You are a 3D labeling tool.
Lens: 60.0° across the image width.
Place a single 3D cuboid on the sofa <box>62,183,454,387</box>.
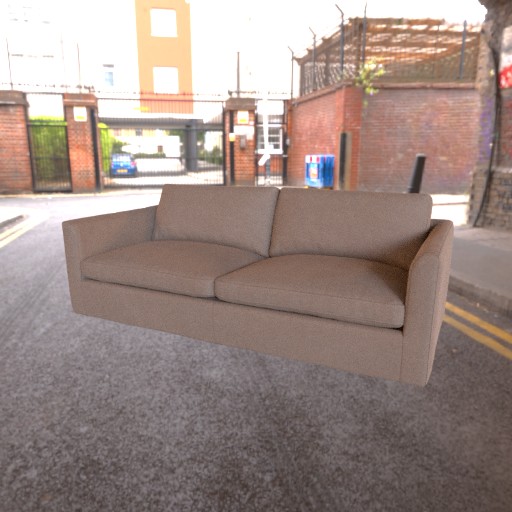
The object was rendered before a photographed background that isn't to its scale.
[{"bbox_3d":[0.000,0.000,2.837,2.588,0.838,1.090,6,14,26],"label":"sofa"}]
